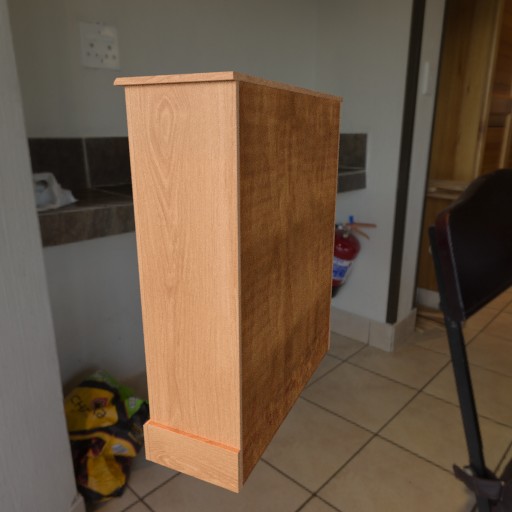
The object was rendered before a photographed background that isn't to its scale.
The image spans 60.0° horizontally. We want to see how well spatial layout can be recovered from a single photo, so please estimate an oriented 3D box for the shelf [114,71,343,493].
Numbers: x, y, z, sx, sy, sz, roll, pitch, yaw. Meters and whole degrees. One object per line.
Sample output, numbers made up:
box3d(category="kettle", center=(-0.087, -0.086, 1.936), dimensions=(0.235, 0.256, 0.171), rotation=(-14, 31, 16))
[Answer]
box3d(category="shelf", center=(0.000, 0.000, 1.395), dimensions=(0.291, 0.980, 0.840), rotation=(7, 18, 24))
